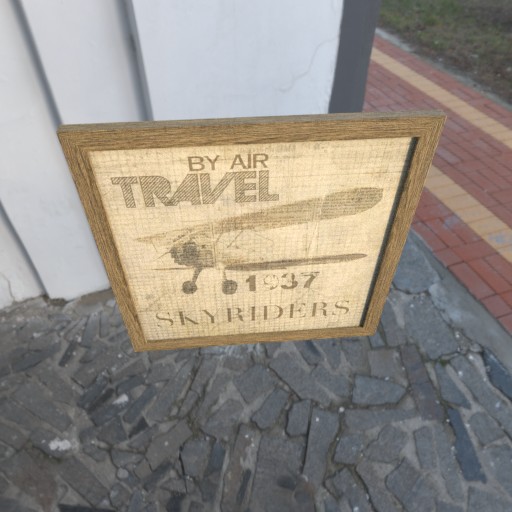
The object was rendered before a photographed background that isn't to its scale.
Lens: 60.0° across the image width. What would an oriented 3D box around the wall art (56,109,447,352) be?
[{"bbox_3d":[0.000,0.000,0.762,0.508,0.508,0.019,-3,46,-3],"label":"wall art"}]
